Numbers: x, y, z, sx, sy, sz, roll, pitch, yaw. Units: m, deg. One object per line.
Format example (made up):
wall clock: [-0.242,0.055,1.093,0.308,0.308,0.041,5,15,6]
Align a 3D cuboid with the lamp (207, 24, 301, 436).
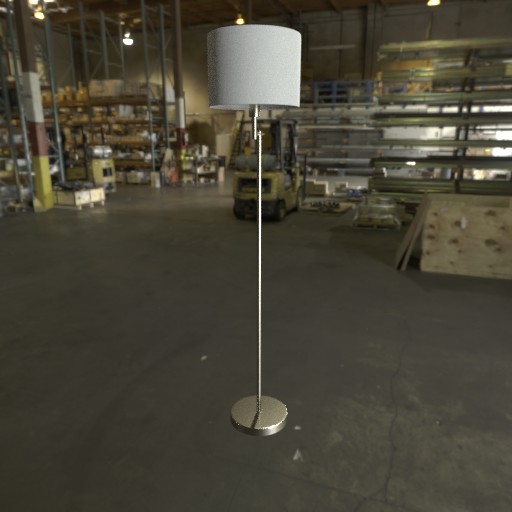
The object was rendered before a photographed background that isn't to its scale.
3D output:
lamp: [0.000,0.000,1.784,0.324,1.600,0.416,2,15,8]
